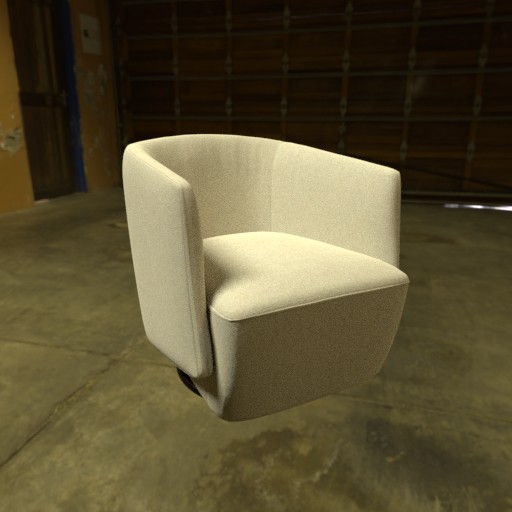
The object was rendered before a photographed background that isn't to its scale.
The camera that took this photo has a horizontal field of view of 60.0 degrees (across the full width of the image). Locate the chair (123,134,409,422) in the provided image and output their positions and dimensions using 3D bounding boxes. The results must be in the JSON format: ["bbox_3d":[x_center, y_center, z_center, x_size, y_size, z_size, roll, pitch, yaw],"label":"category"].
[{"bbox_3d":[0.000,0.000,1.646,0.822,0.861,0.986,-9,18,-27],"label":"chair"}]
